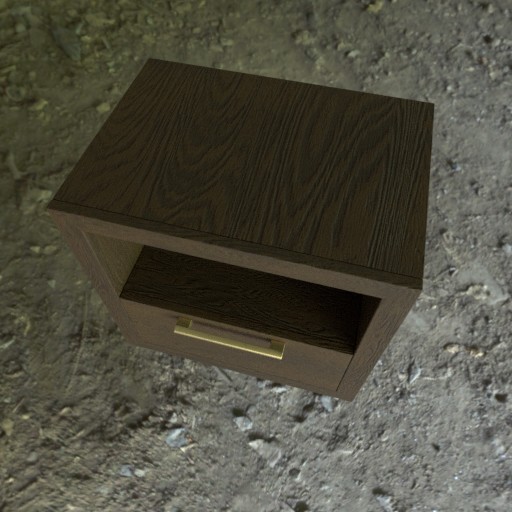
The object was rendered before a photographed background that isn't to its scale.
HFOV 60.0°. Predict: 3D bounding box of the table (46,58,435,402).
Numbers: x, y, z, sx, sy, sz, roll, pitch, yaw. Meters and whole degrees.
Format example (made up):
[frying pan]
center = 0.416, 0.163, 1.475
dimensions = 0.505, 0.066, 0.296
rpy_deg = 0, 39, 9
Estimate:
[table]
center = 0.000, 0.000, 0.974
dimensions = 0.560, 0.585, 0.439
rpy_deg = 12, 57, 8
